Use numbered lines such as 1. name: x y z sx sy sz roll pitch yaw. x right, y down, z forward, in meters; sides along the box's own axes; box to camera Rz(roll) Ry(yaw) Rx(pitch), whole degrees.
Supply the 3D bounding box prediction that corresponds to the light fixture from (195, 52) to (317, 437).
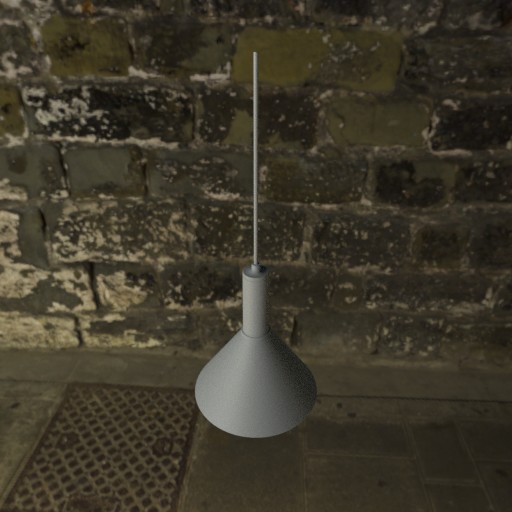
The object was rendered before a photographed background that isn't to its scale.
1. light fixture: 0.000 0.000 0.814 0.267 0.683 0.267 9 31 15
